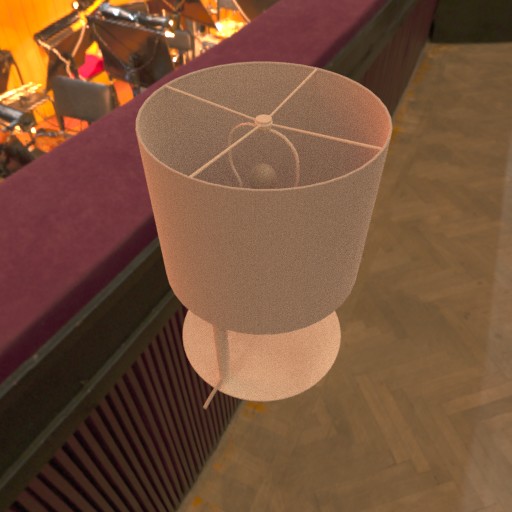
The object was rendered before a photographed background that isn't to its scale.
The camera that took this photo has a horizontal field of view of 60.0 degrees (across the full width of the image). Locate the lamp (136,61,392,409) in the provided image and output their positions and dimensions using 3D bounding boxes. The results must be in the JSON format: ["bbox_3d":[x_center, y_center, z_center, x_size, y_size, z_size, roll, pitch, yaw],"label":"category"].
[{"bbox_3d":[0.000,0.000,0.678,0.299,0.454,0.341,23,50,21],"label":"lamp"}]
